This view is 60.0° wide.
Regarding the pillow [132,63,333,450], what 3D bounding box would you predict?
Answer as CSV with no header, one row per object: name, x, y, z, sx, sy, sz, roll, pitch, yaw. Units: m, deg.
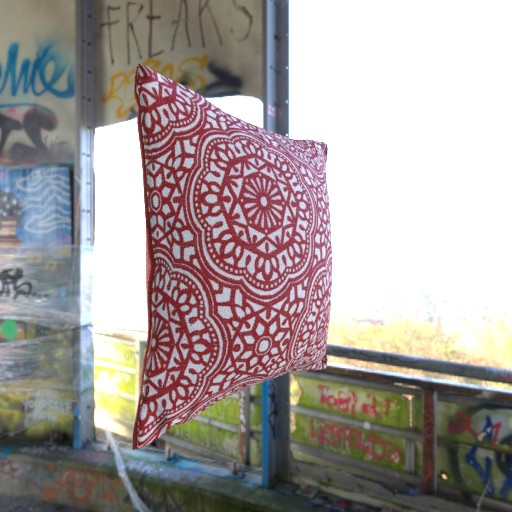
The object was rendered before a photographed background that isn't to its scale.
pillow,0.000,0.000,0.652,0.162,0.419,0.438,0,0,36
